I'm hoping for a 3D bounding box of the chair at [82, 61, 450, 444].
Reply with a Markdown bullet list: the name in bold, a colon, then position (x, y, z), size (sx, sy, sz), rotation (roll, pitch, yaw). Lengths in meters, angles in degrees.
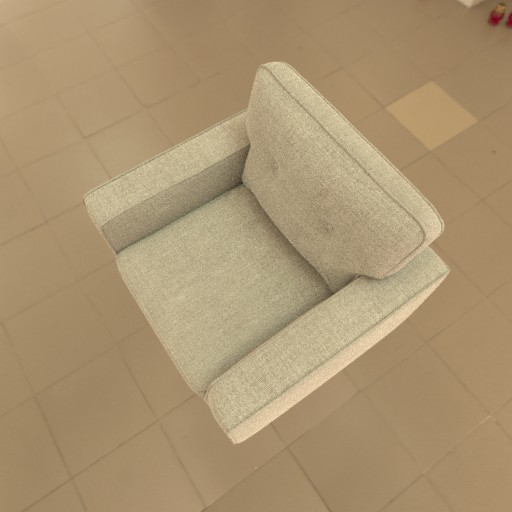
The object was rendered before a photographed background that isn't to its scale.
- **chair**: position (0.000, 0.000, 1.706), size (0.939, 0.965, 1.015), rotation (-32, 69, -14)
